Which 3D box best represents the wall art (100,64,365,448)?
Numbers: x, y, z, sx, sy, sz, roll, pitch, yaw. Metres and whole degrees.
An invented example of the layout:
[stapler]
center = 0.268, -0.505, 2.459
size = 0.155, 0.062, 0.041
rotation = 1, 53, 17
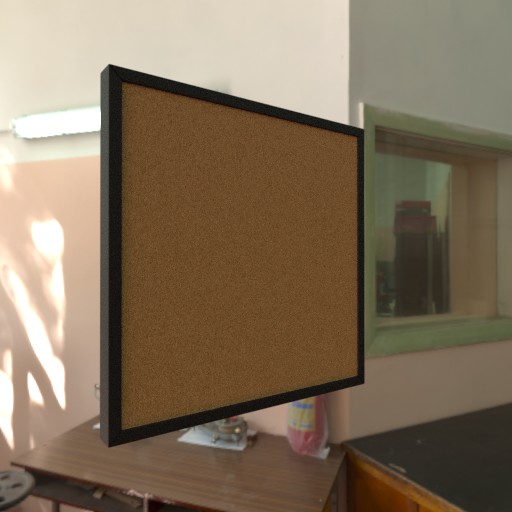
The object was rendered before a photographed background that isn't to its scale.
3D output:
[wall art]
center = 0.000, 0.000, 0.748
size = 0.508, 0.508, 0.037
rotation = 0, 0, -36
